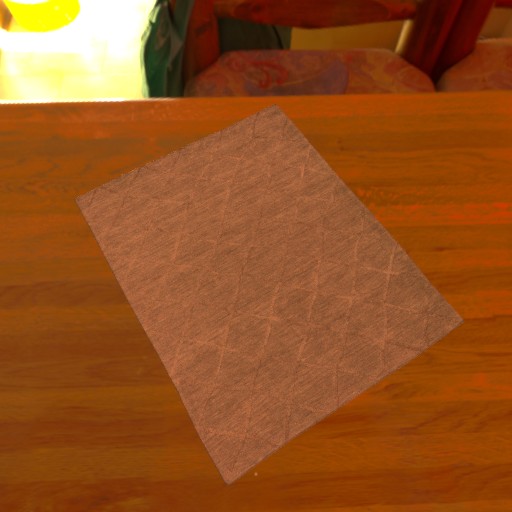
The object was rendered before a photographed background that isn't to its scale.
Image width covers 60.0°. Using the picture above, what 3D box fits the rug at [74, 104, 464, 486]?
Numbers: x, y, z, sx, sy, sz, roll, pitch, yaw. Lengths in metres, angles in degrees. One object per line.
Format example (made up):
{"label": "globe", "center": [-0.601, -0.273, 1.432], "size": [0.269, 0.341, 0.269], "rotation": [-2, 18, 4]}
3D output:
{"label": "rug", "center": [0.000, 0.000, 4.168], "size": [2.438, 0.013, 3.048], "rotation": [-29, 67, -14]}
